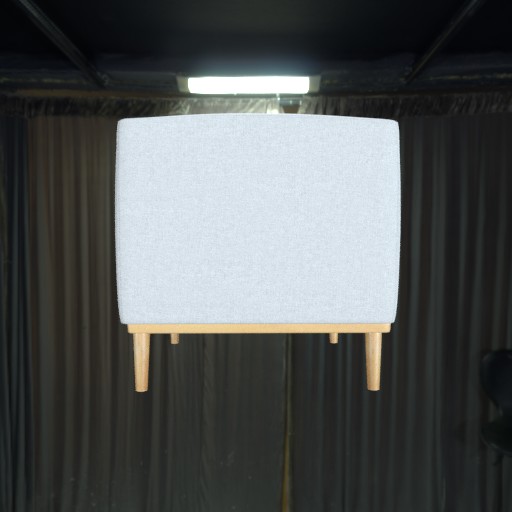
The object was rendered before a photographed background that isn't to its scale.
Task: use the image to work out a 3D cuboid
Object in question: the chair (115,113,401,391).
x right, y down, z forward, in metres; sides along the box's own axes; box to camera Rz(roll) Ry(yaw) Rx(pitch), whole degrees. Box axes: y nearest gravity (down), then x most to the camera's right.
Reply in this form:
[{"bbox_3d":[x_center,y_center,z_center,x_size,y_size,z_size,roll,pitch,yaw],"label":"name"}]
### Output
[{"bbox_3d":[0.000,0.000,1.710,0.946,0.818,0.951,0,0,-1],"label":"chair"}]
